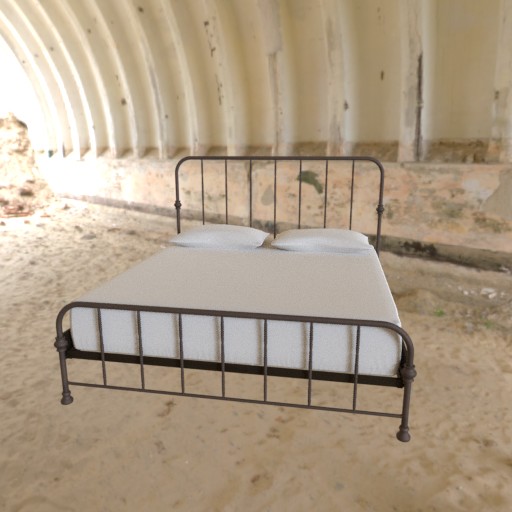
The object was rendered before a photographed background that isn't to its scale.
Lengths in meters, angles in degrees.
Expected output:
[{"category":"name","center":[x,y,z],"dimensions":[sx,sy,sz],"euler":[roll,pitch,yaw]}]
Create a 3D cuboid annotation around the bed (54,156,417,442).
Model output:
[{"category":"bed","center":[0.000,0.000,3.351],"dimensions":[2.044,1.446,2.134],"euler":[2,14,10]}]
